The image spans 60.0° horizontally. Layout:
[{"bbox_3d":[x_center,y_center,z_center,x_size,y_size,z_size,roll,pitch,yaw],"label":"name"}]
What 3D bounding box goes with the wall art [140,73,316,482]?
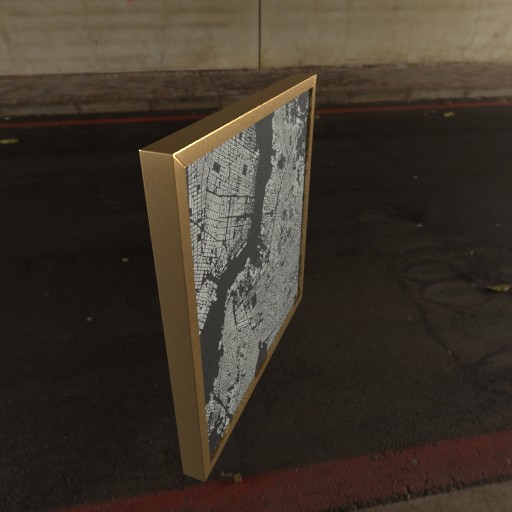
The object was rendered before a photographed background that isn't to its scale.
[{"bbox_3d":[0.000,0.000,0.450,0.023,0.305,0.305,12,33,19],"label":"wall art"}]
